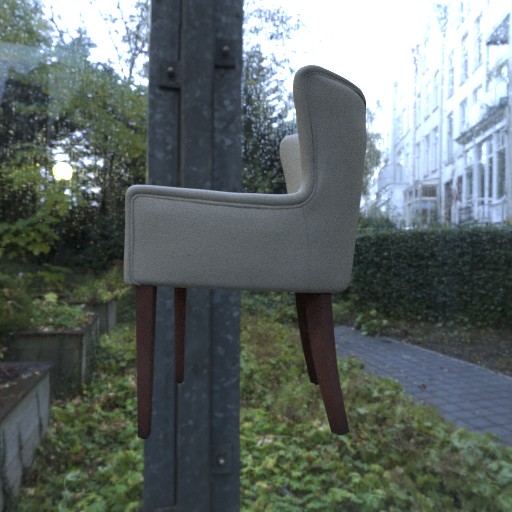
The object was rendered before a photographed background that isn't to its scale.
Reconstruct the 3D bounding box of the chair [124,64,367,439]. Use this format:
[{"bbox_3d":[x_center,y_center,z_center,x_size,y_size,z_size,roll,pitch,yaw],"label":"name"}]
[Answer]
[{"bbox_3d":[0.000,0.000,1.414,0.686,0.952,0.660,0,0,0],"label":"chair"}]
